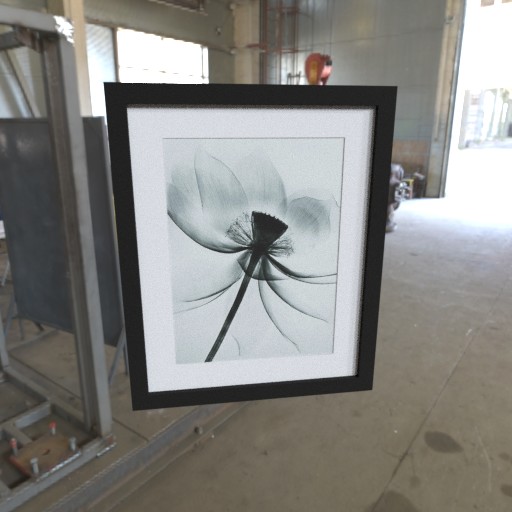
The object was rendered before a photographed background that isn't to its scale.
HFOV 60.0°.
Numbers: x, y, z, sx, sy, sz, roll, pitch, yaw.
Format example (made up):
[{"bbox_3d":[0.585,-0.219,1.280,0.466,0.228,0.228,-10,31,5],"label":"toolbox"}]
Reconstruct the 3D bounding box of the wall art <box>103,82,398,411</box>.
[{"bbox_3d":[0.000,0.000,0.773,0.457,0.559,0.029,-2,16,-8],"label":"wall art"}]
